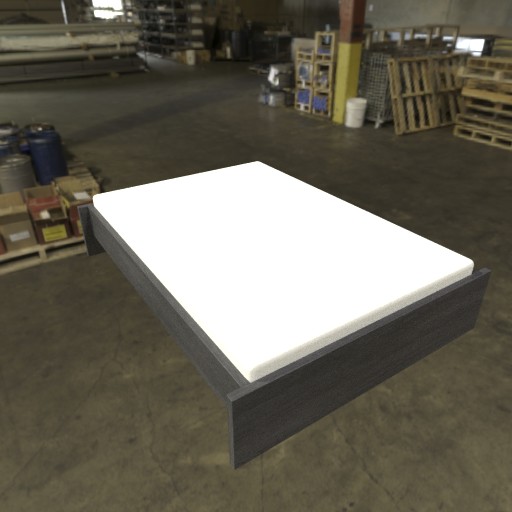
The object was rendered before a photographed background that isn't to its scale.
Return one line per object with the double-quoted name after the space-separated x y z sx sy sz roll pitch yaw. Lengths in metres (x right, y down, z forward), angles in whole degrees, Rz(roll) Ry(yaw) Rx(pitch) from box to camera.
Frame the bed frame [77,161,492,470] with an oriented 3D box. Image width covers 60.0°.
0.000 0.000 2.598 1.490 0.432 1.950 -18 34 -29 "bed frame"
